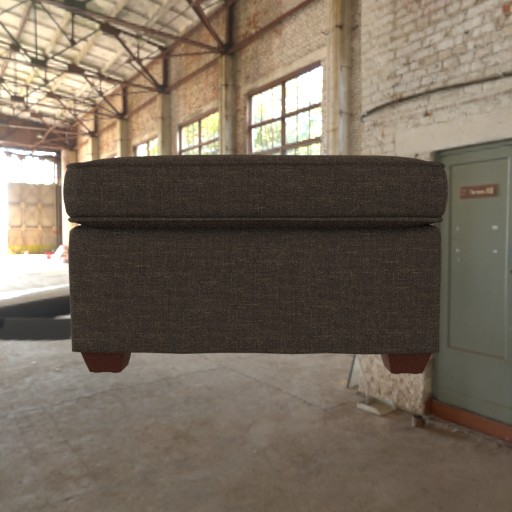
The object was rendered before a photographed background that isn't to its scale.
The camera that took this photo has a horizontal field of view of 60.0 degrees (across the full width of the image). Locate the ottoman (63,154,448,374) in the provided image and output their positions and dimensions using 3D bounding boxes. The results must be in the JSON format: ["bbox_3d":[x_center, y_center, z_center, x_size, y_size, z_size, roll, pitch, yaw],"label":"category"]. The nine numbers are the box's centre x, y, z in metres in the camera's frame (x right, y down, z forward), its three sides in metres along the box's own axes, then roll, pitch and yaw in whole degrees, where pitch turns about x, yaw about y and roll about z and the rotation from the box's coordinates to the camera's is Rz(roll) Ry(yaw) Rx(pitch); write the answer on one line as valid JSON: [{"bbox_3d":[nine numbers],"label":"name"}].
[{"bbox_3d":[0.000,0.000,1.088,0.749,0.450,0.549,0,3,1],"label":"ottoman"}]
